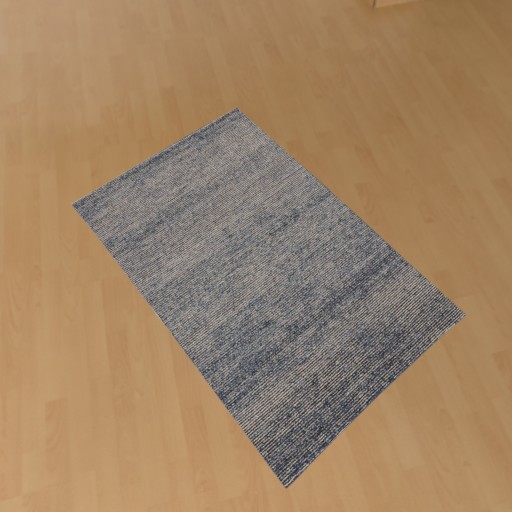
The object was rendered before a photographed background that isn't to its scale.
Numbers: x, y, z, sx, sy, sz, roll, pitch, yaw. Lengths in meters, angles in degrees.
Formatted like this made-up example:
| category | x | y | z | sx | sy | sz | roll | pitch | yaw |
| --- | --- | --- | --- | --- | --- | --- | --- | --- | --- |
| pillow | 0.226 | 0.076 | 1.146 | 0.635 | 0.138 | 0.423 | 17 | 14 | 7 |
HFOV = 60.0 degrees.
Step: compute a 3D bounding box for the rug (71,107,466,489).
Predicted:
| category | x | y | z | sx | sy | sz | roll | pitch | yaw |
| --- | --- | --- | --- | --- | --- | --- | --- | --- | --- |
| rug | 0.000 | 0.000 | 2.276 | 1.159 | 0.025 | 1.793 | -36 | 68 | -17 |
